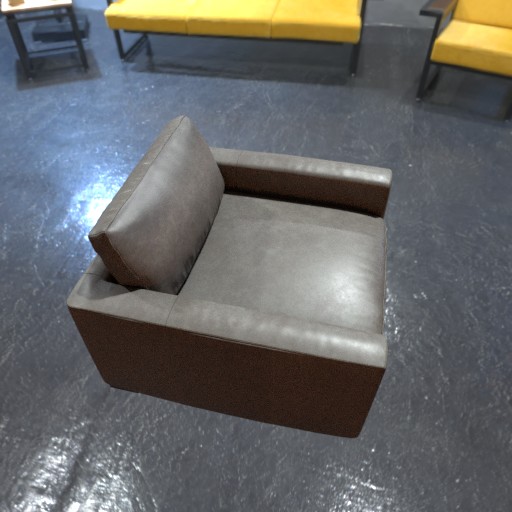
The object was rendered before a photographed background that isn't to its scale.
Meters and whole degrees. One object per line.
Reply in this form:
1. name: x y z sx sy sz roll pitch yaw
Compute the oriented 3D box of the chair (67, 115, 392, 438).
1. chair: 0.000 0.000 1.856 1.080 0.807 1.106 9 46 9
